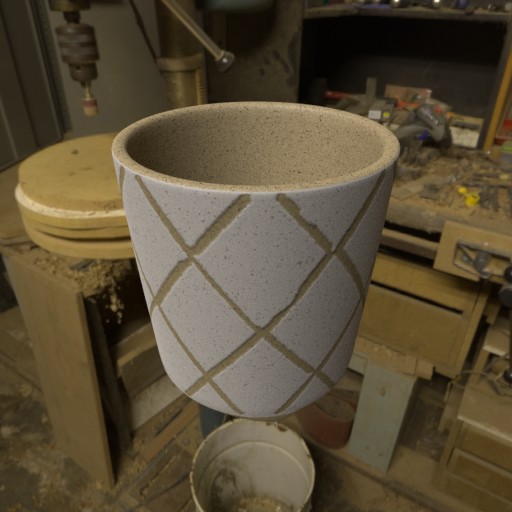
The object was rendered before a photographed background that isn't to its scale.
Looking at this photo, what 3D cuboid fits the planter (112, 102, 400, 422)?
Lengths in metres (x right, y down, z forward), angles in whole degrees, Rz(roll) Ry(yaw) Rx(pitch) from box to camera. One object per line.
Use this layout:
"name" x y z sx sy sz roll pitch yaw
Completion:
"planter" 0.000 0.000 0.423 0.228 0.235 0.228 0 32 0
